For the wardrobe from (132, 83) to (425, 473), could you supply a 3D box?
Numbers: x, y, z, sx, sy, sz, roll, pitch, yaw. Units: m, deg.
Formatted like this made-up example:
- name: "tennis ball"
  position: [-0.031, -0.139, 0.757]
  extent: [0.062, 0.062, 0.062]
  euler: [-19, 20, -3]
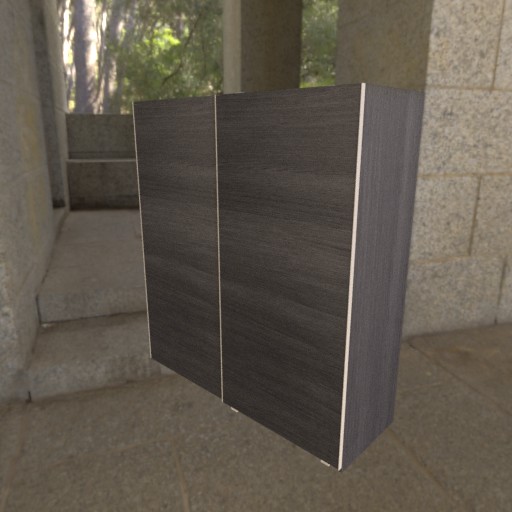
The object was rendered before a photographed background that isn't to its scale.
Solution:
- name: "wardrobe"
  position: [0.000, 0.000, 2.892]
  extent: [1.780, 1.960, 0.629]
  euler: [14, 21, 41]
